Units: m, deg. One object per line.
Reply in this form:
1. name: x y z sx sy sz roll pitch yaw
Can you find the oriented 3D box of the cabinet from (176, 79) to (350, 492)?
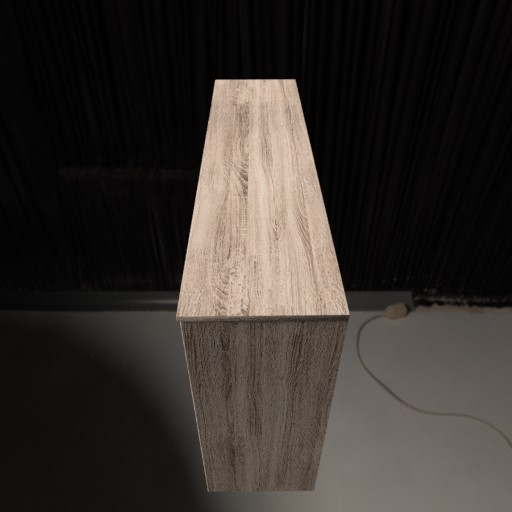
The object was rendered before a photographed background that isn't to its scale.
1. cabinet: 0.000 0.000 1.780 0.380 0.900 1.450 0 40 -1
